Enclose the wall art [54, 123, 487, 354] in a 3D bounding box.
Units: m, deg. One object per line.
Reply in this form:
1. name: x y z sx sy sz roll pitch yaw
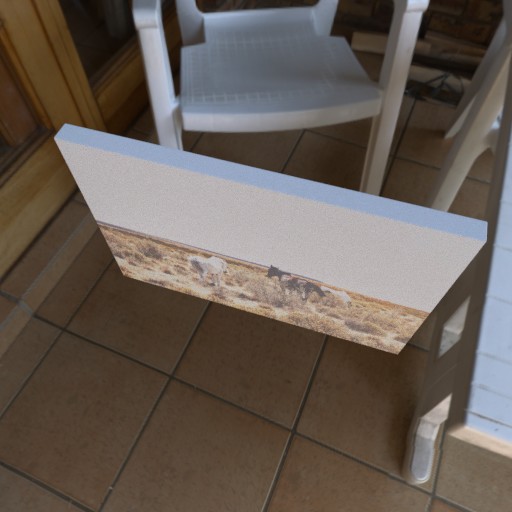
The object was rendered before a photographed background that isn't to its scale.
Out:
1. wall art: 0.000 0.000 1.168 0.914 0.610 0.050 15 59 9
